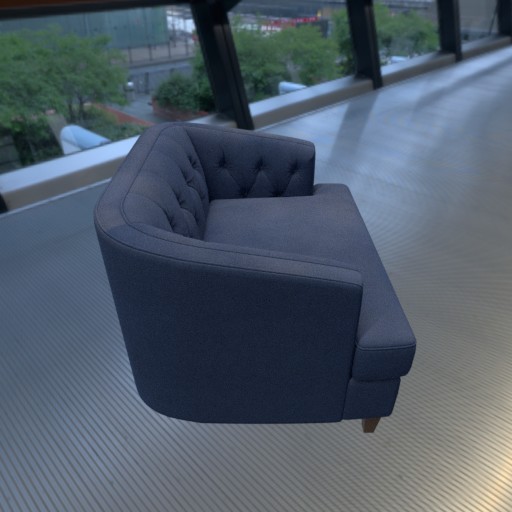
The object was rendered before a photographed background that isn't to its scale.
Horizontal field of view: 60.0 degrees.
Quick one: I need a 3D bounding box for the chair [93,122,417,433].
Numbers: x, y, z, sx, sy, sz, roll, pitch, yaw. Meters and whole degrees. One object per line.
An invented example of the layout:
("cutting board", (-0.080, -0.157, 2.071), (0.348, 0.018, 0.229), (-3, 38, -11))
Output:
("chair", (0.000, 0.000, 1.719), (0.914, 0.787, 1.118), (0, 33, 0))
